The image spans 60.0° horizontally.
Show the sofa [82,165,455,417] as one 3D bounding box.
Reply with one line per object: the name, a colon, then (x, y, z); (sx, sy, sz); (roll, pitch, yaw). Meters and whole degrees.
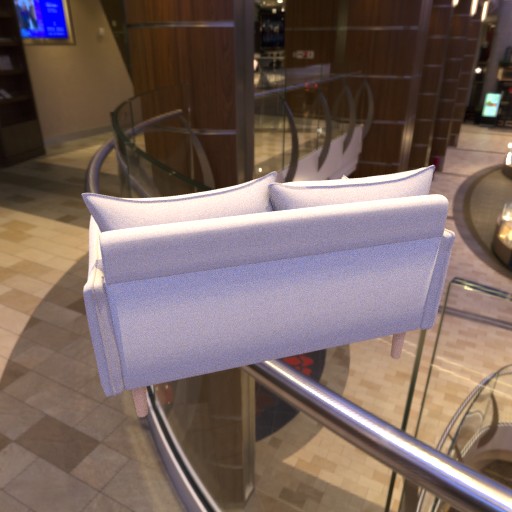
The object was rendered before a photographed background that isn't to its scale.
sofa: (0.000, 0.000, 1.852); (1.300, 0.840, 0.820); (-8, 27, -16)
